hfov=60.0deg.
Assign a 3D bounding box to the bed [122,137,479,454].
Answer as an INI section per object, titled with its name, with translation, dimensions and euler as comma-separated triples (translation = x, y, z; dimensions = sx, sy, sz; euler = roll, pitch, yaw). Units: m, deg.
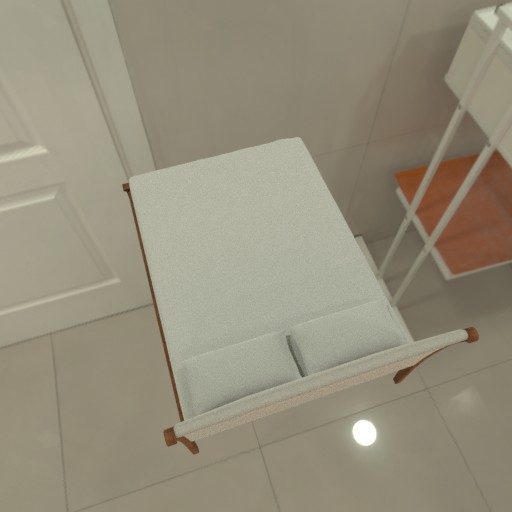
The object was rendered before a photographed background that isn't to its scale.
[bed]
translation = 0.000, 0.000, 2.888
dimensions = 1.502, 1.135, 2.108
euler = -16, 60, -9
